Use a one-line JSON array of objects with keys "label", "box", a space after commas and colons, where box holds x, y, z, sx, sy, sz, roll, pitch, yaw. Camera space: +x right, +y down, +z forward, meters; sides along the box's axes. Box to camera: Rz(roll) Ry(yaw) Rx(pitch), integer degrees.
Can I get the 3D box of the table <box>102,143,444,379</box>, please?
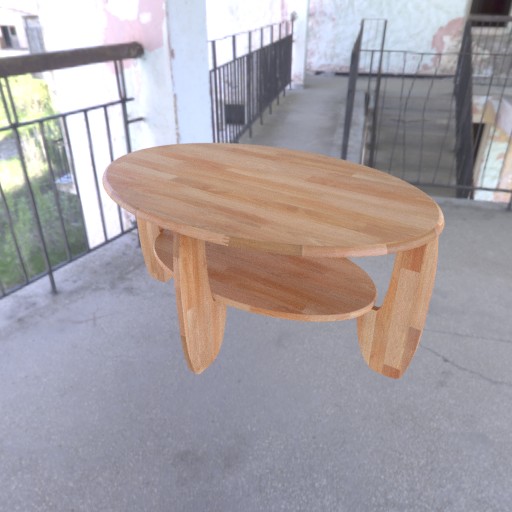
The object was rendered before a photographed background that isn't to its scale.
[{"label": "table", "box": [0.000, 0.000, 1.374, 1.040, 0.490, 0.690, 19, 35, 29]}]
